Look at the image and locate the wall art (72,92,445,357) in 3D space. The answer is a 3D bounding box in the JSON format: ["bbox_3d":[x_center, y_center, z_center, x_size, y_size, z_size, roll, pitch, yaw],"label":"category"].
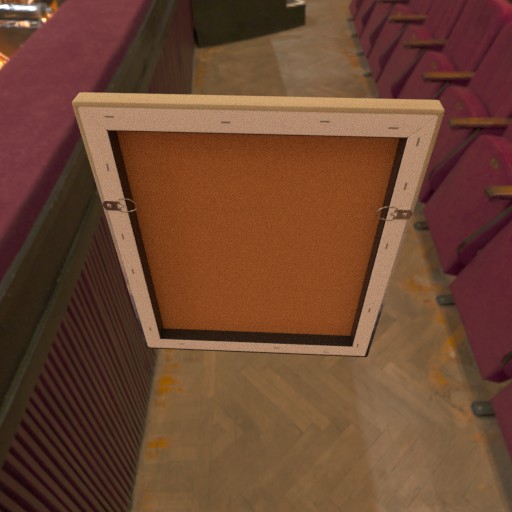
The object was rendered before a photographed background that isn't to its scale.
[{"bbox_3d":[0.000,0.000,0.976,0.608,0.710,0.041,2,44,2],"label":"wall art"}]
